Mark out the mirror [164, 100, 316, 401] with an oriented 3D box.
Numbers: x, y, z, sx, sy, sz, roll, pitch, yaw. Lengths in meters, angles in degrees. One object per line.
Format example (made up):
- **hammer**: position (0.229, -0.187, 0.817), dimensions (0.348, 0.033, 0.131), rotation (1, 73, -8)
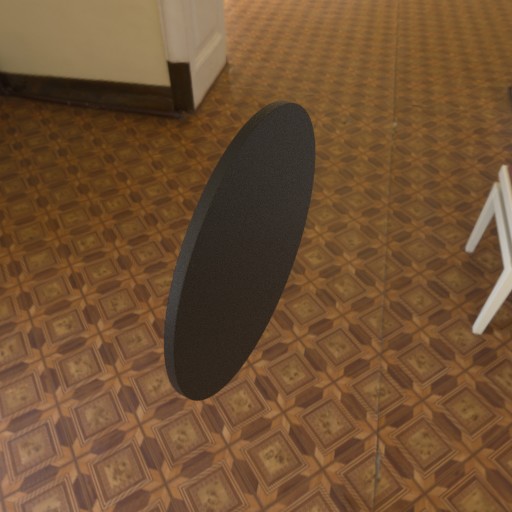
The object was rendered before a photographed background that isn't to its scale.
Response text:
- **mirror**: position (0.000, 0.000, 1.606), dimensions (0.036, 1.077, 1.077), rotation (20, 49, 18)
